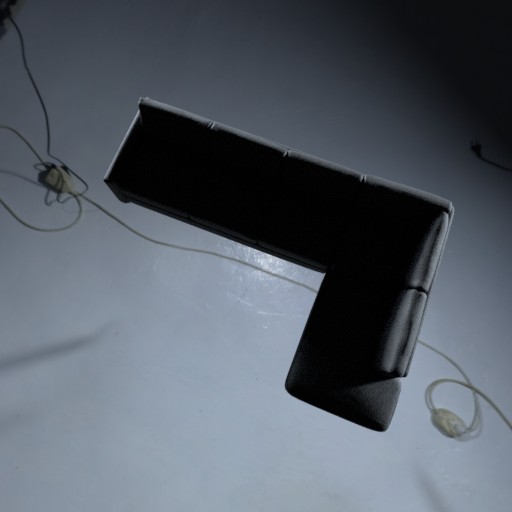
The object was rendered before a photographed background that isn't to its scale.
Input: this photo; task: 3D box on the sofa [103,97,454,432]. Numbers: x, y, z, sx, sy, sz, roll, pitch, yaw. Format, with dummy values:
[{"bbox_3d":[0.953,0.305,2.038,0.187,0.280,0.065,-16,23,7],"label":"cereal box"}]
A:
[{"bbox_3d":[0.000,0.000,3.858,2.972,0.858,1.984,21,76,5],"label":"sofa"}]
